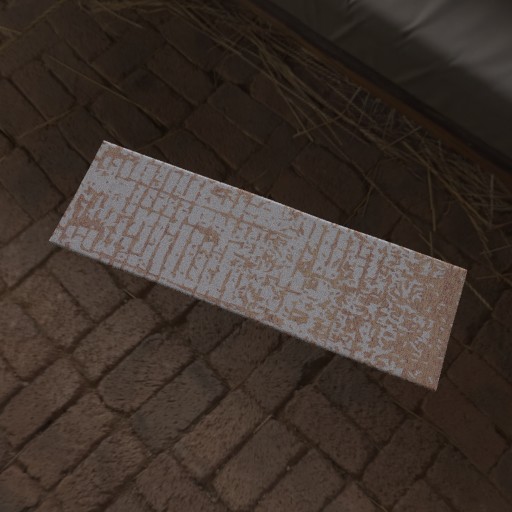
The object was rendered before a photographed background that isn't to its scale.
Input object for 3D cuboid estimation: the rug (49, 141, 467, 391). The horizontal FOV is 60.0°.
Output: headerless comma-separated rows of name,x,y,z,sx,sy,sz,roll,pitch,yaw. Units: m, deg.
rug,0.000,0.000,2.691,2.435,0.011,0.750,20,75,6
